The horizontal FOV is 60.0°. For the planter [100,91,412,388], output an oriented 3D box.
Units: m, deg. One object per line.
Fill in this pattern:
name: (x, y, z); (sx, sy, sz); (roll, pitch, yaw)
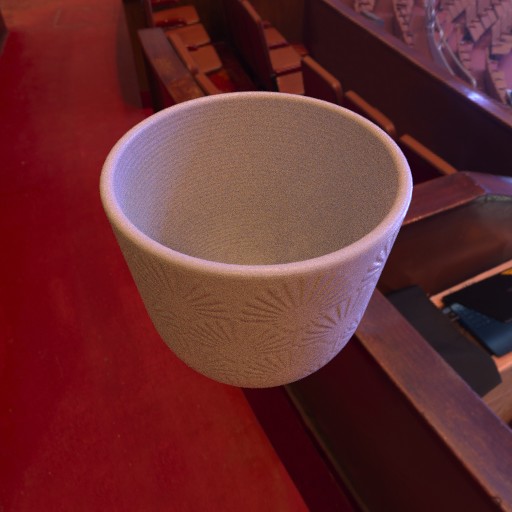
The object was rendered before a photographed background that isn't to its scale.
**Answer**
planter: (0.000, 0.000, 0.300); (0.170, 0.152, 0.170); (0, 46, 0)
